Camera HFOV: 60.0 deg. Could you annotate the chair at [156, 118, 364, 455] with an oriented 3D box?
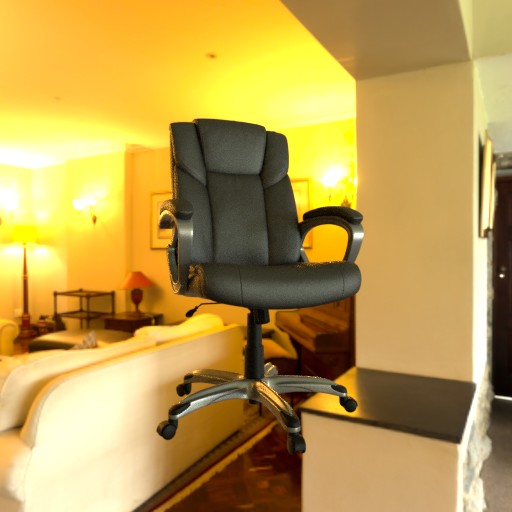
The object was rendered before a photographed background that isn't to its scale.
[{"bbox_3d":[0.000,0.000,1.579,0.721,1.130,0.719,0,0,-20],"label":"chair"}]
